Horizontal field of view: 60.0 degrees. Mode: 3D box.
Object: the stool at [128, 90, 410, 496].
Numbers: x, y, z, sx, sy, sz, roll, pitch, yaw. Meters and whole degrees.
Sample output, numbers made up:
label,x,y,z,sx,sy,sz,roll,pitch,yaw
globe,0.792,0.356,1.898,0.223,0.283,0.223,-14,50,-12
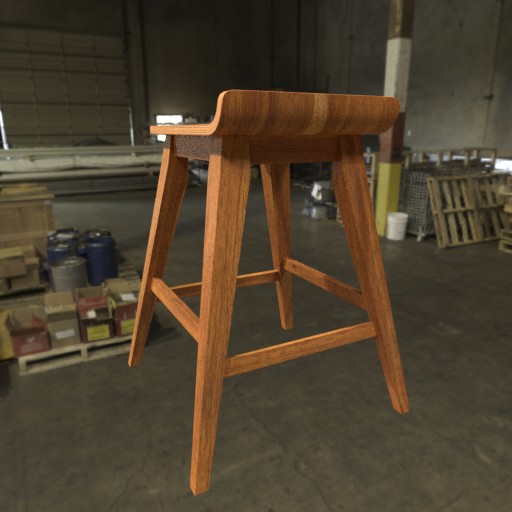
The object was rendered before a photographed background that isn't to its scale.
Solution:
label,x,y,z,sx,sy,sz,roll,pitch,yaw
stool,0.000,0.000,0.984,0.500,0.650,0.500,-8,18,-27
